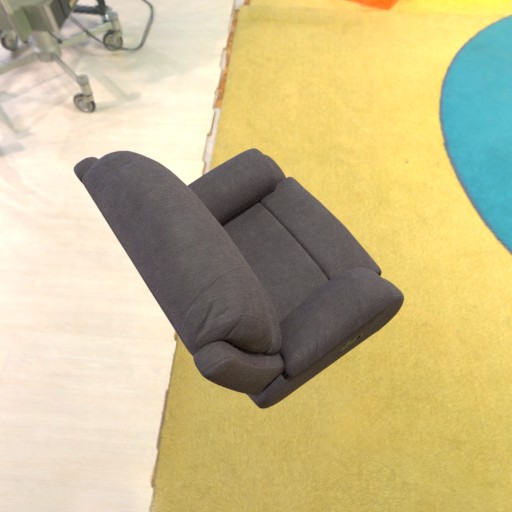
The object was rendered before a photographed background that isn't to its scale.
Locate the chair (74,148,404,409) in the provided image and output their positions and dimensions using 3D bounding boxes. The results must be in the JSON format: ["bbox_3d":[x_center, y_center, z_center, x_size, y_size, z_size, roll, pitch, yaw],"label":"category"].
[{"bbox_3d":[0.000,0.000,1.750,0.899,1.011,0.930,-30,62,-18],"label":"chair"}]
